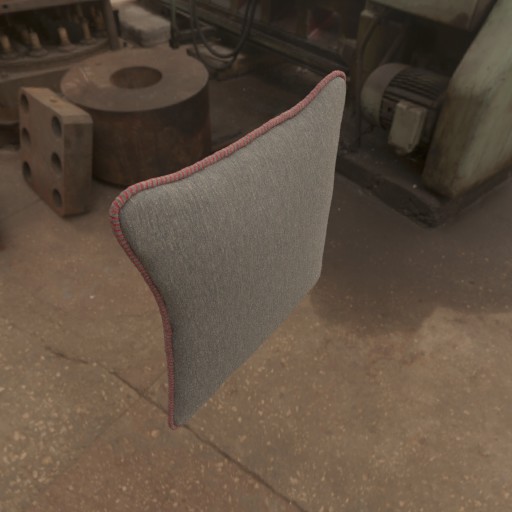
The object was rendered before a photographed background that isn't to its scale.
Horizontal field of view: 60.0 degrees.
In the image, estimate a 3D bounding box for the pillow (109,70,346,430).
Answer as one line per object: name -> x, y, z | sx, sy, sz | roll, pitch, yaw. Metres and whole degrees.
pillow -> 0.000, 0.000, 0.740 | 0.124, 0.491, 0.482 | 27, 49, 27
